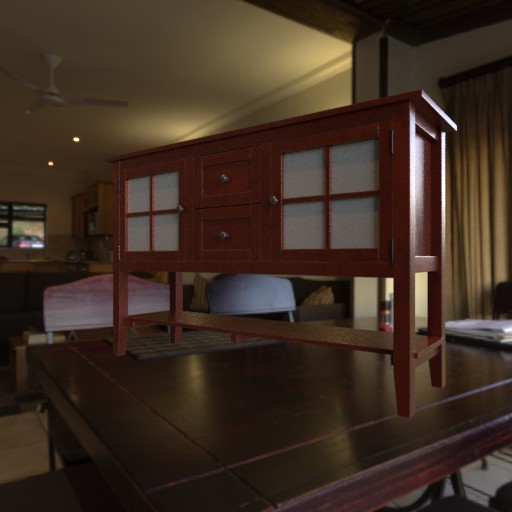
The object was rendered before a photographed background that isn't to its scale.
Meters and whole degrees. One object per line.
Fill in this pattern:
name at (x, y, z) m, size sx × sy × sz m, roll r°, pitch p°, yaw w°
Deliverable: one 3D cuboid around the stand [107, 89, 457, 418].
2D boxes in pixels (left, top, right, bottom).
stand at (0.000, 0.000, 1.717) m, size 1.362 × 0.872 × 0.410 m, roll 0°, pitch 0°, yaw 36°
